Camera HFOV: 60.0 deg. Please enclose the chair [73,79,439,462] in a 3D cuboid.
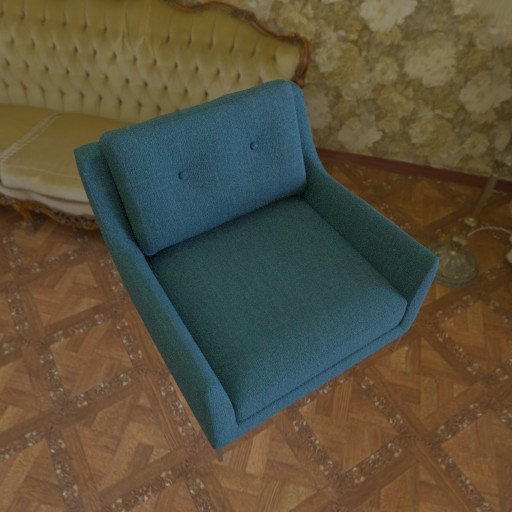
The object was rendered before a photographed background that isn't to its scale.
[{"bbox_3d":[0.000,0.000,1.527,0.847,0.828,0.849,-25,54,-20],"label":"chair"}]
